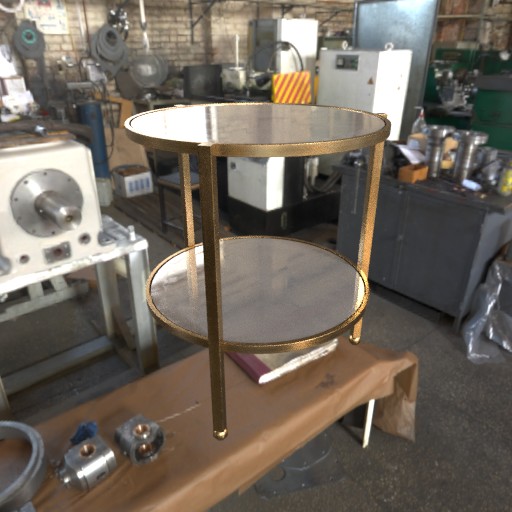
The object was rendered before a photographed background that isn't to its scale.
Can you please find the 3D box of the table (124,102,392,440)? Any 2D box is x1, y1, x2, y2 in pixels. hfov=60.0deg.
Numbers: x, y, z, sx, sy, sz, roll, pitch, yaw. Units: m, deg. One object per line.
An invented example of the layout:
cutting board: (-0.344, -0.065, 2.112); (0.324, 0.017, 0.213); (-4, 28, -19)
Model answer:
table: (0.000, 0.000, 0.451); (0.231, 0.269, 0.243); (7, 27, 15)
